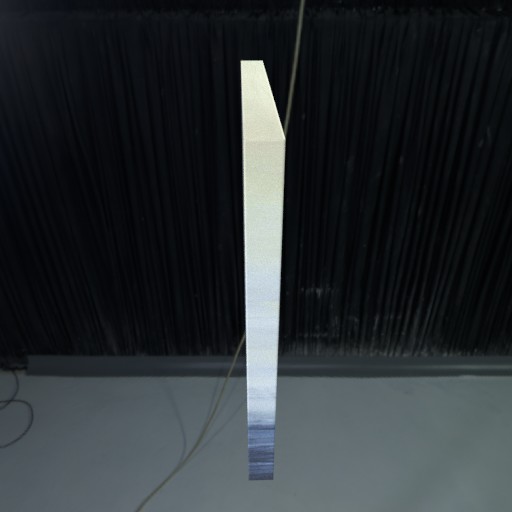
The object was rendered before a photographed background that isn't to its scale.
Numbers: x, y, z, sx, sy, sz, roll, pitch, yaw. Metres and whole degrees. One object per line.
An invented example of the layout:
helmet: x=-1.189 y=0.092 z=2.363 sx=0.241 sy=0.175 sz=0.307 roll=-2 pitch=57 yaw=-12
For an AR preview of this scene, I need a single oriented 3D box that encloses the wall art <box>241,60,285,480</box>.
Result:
wall art: x=0.000 y=0.000 z=0.705 sx=0.037 sy=0.511 sz=0.435 roll=-1 pitch=32 yaw=-2
